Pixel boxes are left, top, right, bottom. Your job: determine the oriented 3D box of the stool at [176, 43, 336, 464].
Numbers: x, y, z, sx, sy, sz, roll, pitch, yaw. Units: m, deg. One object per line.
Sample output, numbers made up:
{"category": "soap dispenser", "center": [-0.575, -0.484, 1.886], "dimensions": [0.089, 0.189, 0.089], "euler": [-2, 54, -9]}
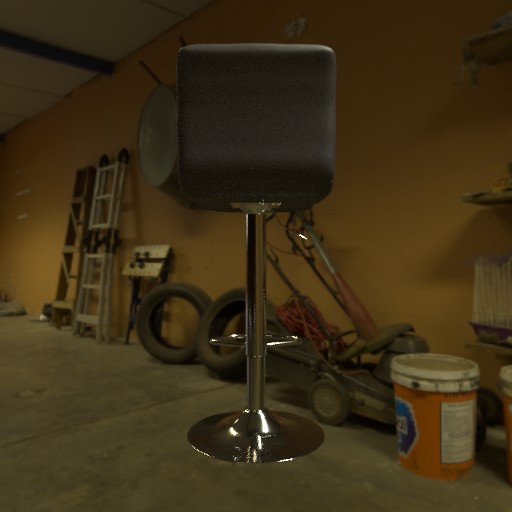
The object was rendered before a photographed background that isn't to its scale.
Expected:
{"category": "stool", "center": [0.000, 0.000, 1.392], "dimensions": [0.430, 1.115, 0.505], "euler": [0, -1, 0]}
